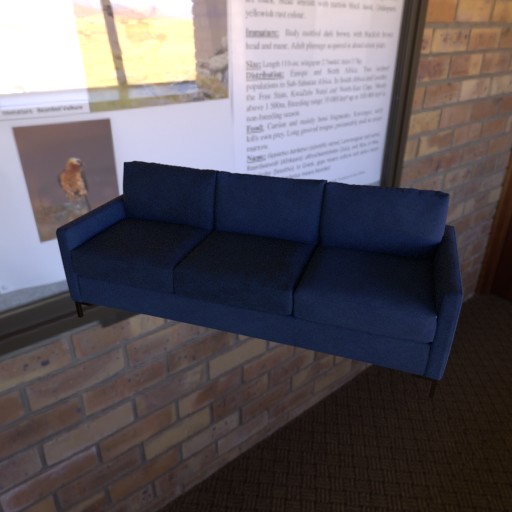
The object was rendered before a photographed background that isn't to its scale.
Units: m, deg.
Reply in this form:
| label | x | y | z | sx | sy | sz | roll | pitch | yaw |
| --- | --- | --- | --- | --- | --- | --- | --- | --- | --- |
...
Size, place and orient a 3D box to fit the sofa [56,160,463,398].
| label | x | y | z | sx | sy | sz | roll | pitch | yaw |
| --- | --- | --- | --- | --- | --- | --- | --- | --- | --- |
| sofa | 0.000 | 0.000 | 2.699 | 2.252 | 0.879 | 0.875 | 9 | 28 | 17 |
